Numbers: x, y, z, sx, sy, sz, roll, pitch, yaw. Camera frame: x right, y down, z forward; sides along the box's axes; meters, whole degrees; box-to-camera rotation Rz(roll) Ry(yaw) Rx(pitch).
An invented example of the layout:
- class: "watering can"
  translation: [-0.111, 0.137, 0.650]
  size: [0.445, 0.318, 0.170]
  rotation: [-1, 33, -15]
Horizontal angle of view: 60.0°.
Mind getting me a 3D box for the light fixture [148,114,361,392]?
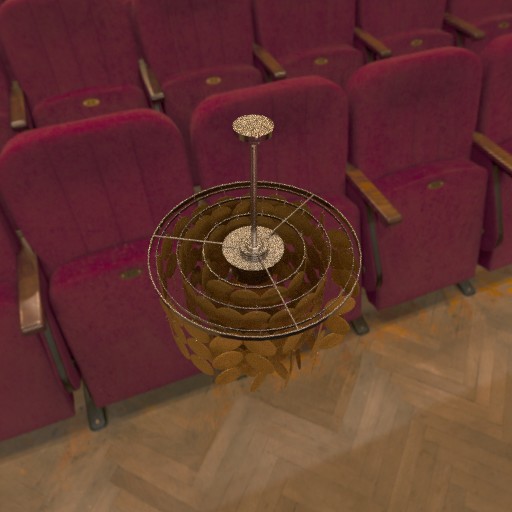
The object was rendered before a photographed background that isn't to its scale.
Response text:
- class: "light fixture"
  translation: [0.000, 0.000, 0.754]
  size: [0.368, 0.492, 0.368]
  rotation: [0, 47, 0]
